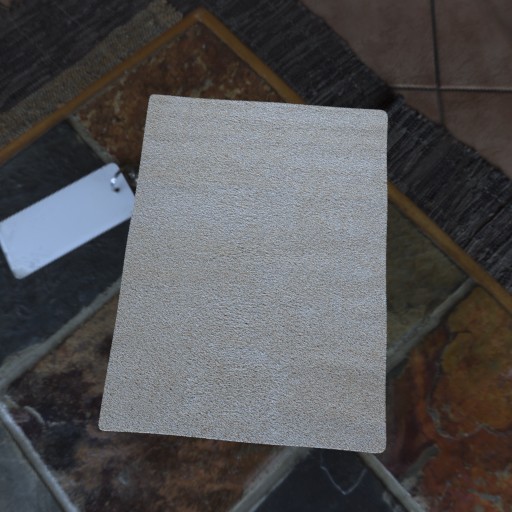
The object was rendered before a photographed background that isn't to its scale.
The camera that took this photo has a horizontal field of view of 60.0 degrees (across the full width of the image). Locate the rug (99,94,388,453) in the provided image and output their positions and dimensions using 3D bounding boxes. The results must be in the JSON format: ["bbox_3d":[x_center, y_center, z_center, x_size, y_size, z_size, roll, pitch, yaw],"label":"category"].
[{"bbox_3d":[0.000,0.000,2.043,1.199,0.025,1.600,4,76,1],"label":"rug"}]
